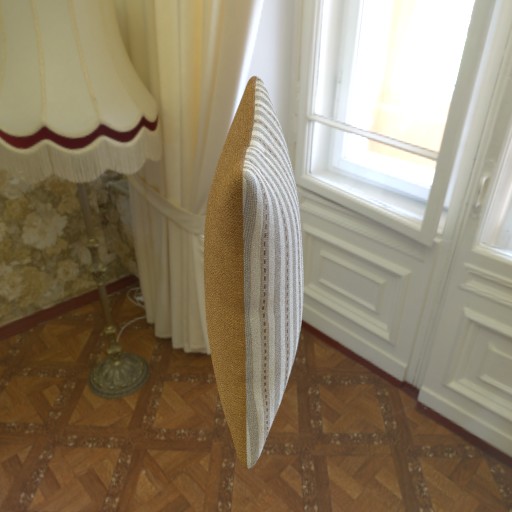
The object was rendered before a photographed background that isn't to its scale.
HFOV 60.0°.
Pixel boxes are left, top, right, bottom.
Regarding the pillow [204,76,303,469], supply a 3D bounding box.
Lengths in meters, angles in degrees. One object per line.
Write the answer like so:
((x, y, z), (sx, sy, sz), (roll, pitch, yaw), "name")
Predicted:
((0.000, 0.000, 0.667), (0.147, 0.437, 0.432), (0, 32, 0), "pillow")
